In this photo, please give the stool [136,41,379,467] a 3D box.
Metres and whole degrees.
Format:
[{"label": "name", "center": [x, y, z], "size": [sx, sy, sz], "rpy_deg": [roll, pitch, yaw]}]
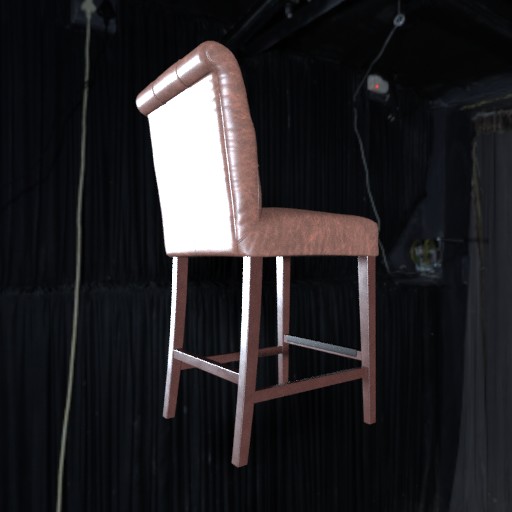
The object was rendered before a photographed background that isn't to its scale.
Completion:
[{"label": "stool", "center": [0.000, 0.000, 1.450], "size": [0.660, 1.084, 0.486], "rpy_deg": [0, -1, -36]}]
